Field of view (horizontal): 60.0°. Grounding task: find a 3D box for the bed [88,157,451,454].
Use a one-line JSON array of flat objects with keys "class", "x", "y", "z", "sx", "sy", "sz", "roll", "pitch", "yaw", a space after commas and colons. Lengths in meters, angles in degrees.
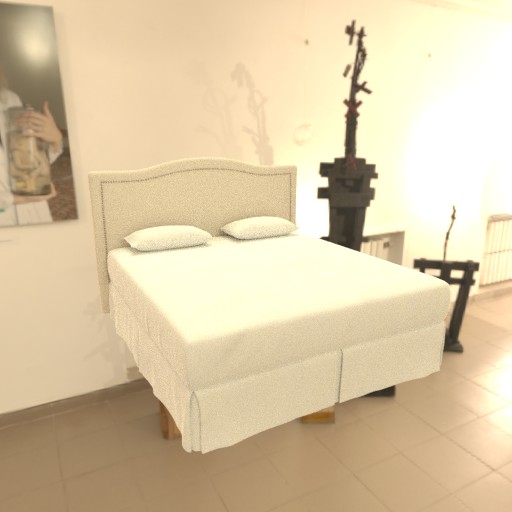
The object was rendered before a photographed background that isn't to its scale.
[{"class": "bed", "x": 0.000, "y": 0.000, "z": 3.462, "sx": 2.083, "sy": 1.421, "sz": 2.182, "roll": -8, "pitch": 17, "yaw": -27}]
